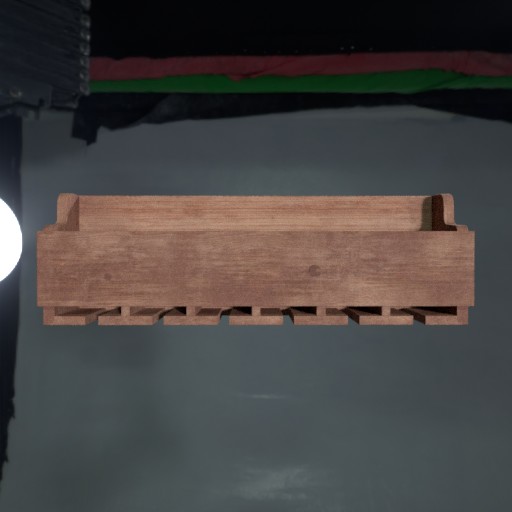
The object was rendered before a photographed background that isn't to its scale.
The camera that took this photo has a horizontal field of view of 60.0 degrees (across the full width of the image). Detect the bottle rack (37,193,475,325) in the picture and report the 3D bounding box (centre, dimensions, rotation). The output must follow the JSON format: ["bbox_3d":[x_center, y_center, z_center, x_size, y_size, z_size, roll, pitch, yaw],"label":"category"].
[{"bbox_3d":[0.000,0.000,0.679,0.608,0.196,0.126,0,1,0],"label":"bottle rack"}]
